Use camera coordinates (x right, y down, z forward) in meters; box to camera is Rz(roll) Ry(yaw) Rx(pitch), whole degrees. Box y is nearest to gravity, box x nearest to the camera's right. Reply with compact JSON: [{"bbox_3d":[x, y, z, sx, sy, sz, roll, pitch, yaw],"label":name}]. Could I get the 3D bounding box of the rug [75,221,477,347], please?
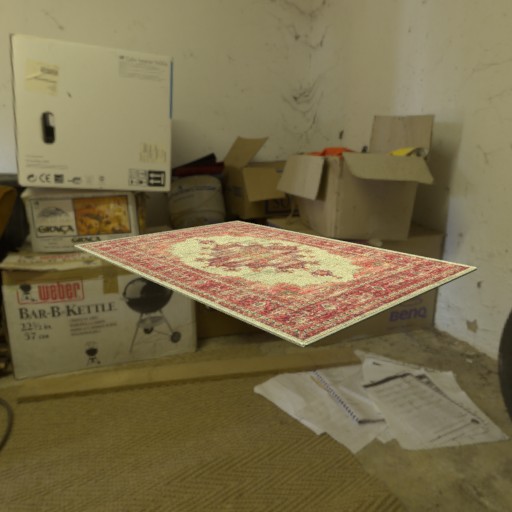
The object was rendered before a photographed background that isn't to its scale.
[{"bbox_3d":[0.000,0.000,2.300,1.217,0.011,1.747,-13,19,-41],"label":"rug"}]
